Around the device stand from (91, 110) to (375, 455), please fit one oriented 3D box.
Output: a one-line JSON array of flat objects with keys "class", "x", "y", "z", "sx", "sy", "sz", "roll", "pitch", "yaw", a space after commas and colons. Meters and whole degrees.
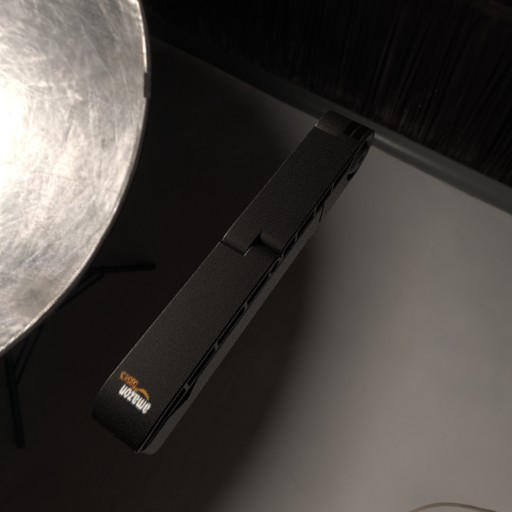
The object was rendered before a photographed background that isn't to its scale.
[{"class": "device stand", "x": 0.000, "y": 0.000, "z": 0.195, "sx": 0.026, "sy": 0.030, "sz": 0.179, "roll": 31, "pitch": 67, "yaw": 15}]
